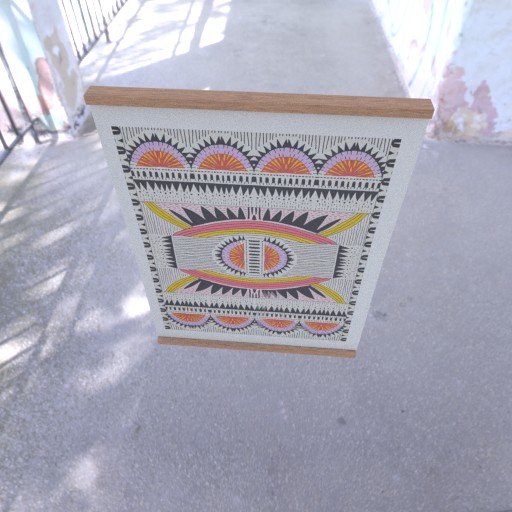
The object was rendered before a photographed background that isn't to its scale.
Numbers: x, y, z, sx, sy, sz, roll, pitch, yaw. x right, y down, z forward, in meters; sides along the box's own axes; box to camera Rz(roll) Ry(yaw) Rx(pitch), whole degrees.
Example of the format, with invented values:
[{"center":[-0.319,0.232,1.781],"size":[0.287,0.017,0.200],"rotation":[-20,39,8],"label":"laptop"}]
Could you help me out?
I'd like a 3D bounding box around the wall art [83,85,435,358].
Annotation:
[{"center":[0.000,0.000,0.802],"size":[0.456,0.609,0.028],"rotation":[3,47,3],"label":"wall art"}]
